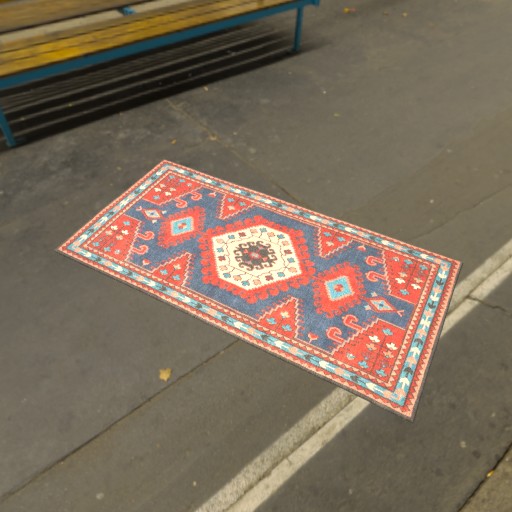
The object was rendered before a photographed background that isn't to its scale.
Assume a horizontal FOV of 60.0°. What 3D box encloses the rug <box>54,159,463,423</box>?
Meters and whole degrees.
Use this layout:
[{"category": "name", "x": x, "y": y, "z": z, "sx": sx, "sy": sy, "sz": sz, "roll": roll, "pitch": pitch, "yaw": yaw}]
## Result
[{"category": "rug", "x": 0.000, "y": 0.000, "z": 3.660, "sx": 3.032, "sy": 0.034, "sz": 1.522, "roll": 22, "pitch": 50, "yaw": 19}]
